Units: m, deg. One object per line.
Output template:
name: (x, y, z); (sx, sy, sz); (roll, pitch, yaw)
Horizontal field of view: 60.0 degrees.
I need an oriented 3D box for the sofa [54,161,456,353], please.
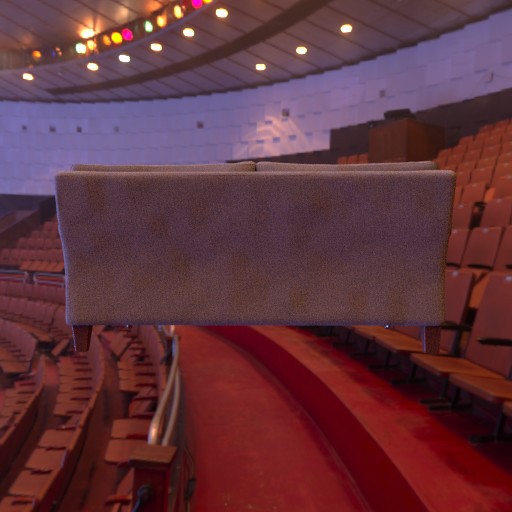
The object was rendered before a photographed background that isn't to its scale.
sofa: (0.000, 0.000, 2.841); (2.193, 1.096, 1.069); (0, 0, 1)
